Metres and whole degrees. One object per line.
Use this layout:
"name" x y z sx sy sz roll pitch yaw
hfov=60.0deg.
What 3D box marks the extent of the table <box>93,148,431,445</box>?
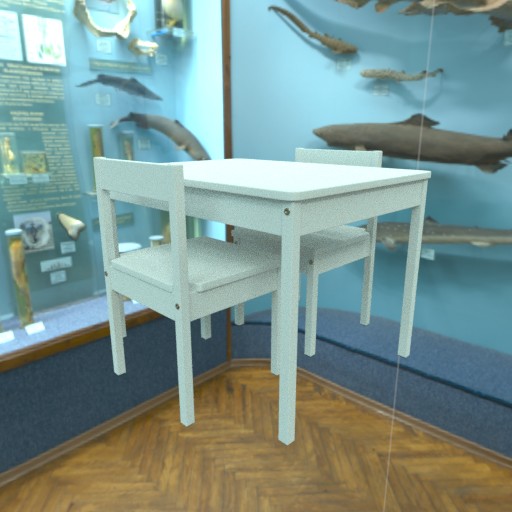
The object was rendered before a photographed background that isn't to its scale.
"table" 0.000 0.000 1.117 0.650 0.503 0.672 15 22 43
